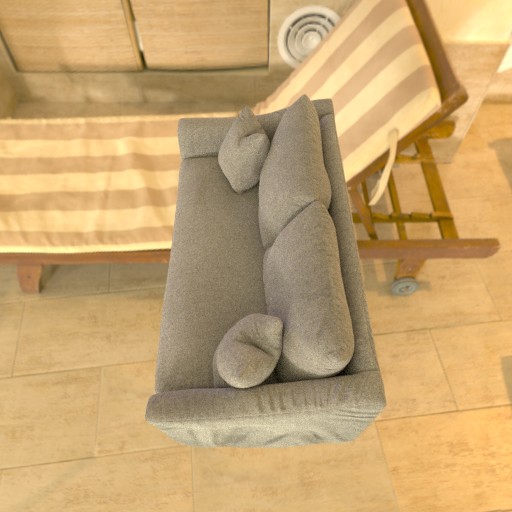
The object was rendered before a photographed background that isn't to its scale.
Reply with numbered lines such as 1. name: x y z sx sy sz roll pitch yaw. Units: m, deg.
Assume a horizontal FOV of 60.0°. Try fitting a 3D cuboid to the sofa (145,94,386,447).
1. sofa: 0.000 0.000 2.657 1.072 1.018 2.010 -1 56 -1
